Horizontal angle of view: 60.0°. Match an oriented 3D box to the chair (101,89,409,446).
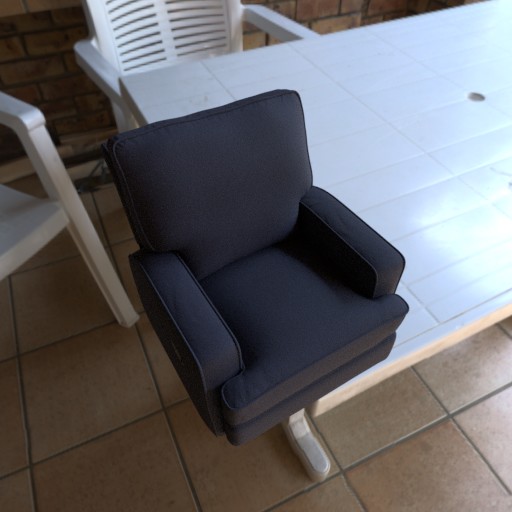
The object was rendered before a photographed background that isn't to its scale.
[{"bbox_3d":[0.000,0.000,1.706,0.861,0.962,0.964,-24,51,-21],"label":"chair"}]
